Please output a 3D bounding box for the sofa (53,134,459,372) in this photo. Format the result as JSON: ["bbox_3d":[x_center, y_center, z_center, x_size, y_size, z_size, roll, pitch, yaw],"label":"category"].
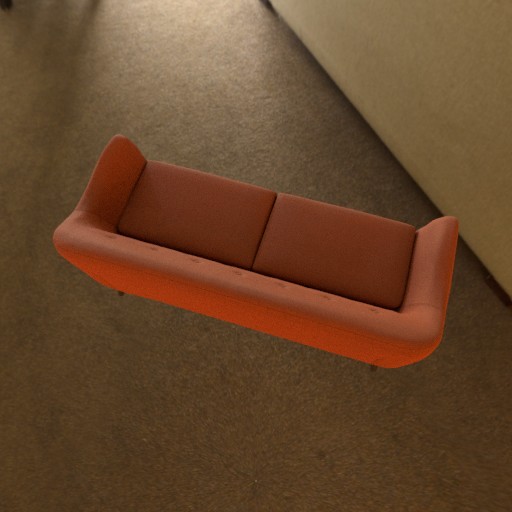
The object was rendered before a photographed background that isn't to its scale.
[{"bbox_3d":[0.000,0.000,2.258,1.840,0.836,0.820,15,64,8],"label":"sofa"}]
